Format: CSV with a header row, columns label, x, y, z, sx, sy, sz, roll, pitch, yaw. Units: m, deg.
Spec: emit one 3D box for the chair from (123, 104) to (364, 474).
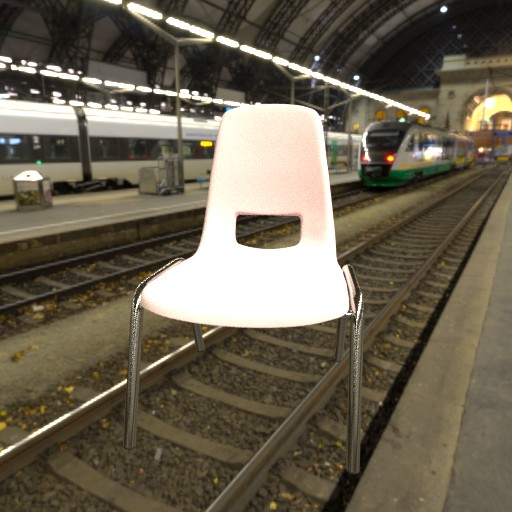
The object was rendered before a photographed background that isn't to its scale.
label,x,y,z,sx,sy,sz,roll,pitch,yaw
chair,0.000,0.000,0.770,0.354,0.537,0.385,2,13,9
